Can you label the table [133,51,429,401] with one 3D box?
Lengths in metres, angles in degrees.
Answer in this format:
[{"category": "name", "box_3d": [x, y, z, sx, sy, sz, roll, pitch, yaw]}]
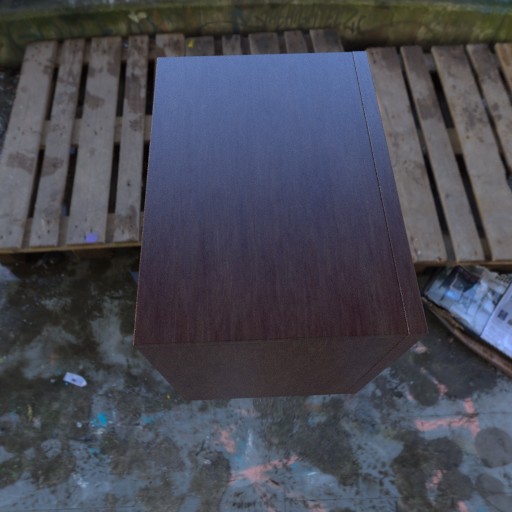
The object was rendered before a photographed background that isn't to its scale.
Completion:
[{"category": "table", "box_3d": [0.000, 0.000, 0.996, 0.449, 0.609, 0.557, -2, 64, -1]}]
